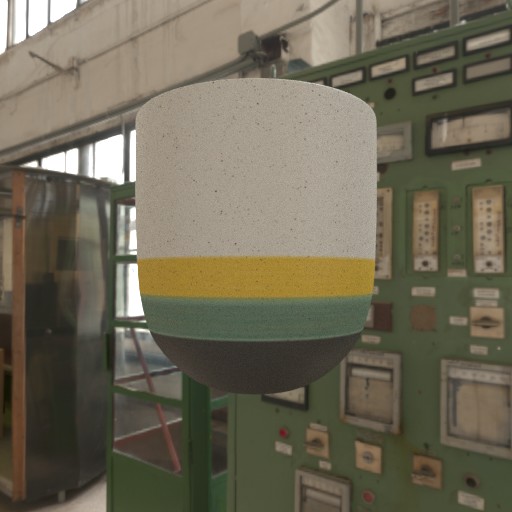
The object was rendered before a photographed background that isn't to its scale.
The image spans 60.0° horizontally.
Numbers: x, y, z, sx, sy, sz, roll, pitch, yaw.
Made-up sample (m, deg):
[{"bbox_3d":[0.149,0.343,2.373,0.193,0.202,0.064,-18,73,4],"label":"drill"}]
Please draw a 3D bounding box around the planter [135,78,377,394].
[{"bbox_3d":[0.000,0.000,0.367,0.195,0.214,0.195,0,-2,0],"label":"planter"}]
